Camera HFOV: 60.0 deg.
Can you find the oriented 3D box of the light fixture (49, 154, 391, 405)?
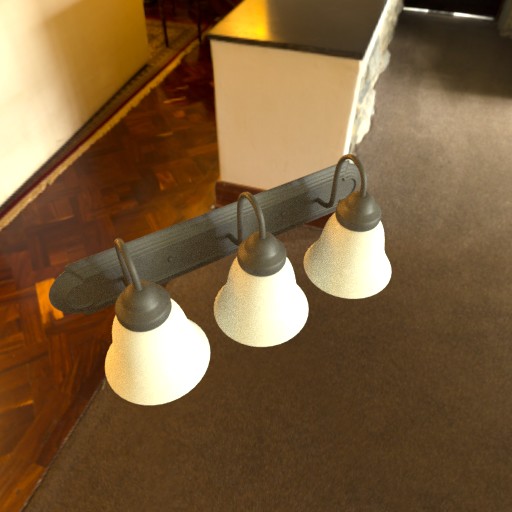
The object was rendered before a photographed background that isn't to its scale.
[{"bbox_3d":[0.000,0.000,0.705,0.610,0.222,0.199,-23,50,-21],"label":"light fixture"}]
